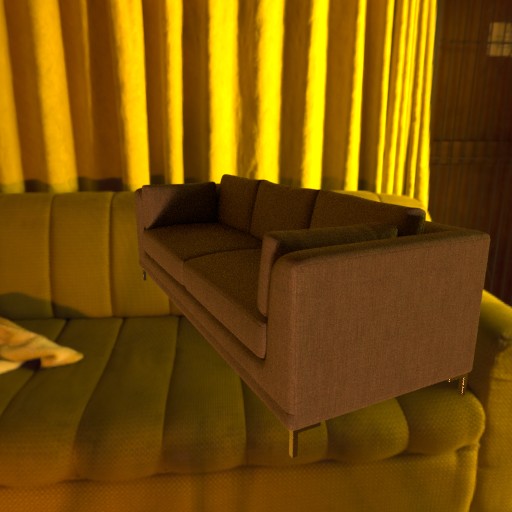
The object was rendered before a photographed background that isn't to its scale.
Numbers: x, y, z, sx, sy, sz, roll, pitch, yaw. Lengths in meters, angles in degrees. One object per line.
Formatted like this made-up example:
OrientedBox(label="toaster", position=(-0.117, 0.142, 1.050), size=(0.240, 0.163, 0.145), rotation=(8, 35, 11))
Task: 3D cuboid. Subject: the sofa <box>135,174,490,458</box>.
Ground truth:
OrientedBox(label="sofa", position=(0.000, 0.000, 2.742), size=(0.969, 0.867, 2.415), rotation=(-7, 17, -26))
